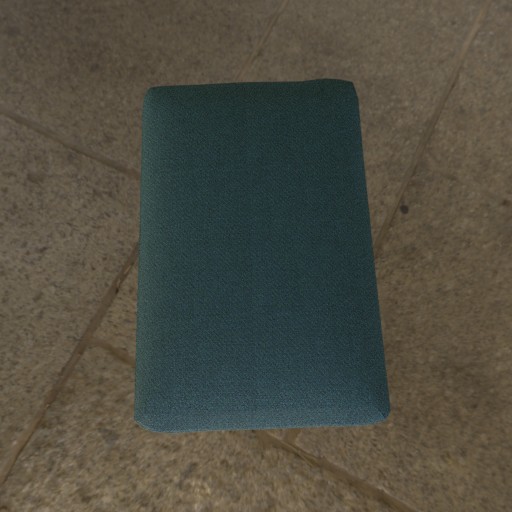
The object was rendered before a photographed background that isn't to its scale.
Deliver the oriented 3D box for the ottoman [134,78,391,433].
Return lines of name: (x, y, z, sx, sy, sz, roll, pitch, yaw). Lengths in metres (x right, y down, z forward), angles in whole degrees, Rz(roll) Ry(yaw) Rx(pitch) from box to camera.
ottoman: (0.000, 0.000, 1.206, 0.563, 0.498, 0.856, -2, 76, -1)
